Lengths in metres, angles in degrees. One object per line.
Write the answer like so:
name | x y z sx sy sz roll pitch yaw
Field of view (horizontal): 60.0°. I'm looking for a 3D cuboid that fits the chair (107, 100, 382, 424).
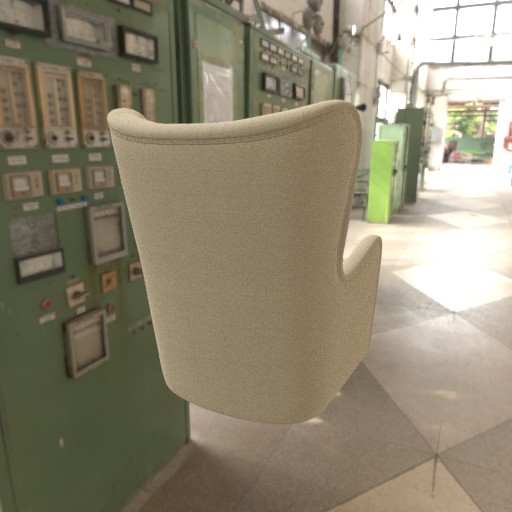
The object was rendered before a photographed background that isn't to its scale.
chair | 0.000 0.000 1.715 0.831 1.079 0.929 7 16 26
